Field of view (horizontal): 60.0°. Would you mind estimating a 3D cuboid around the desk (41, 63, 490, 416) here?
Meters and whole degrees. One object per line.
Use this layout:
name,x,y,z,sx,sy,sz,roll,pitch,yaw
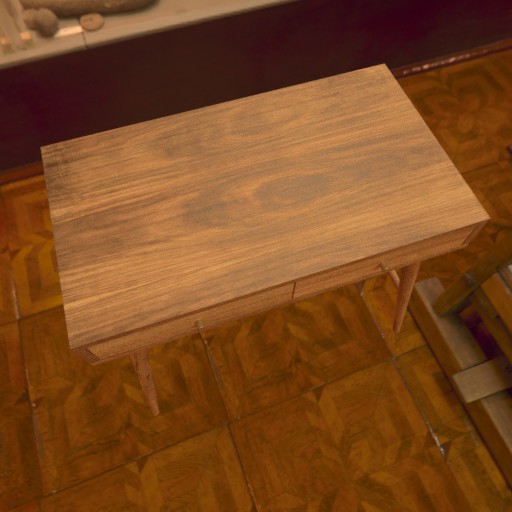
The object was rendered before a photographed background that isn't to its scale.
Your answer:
desk,0.000,0.000,1.391,0.949,0.758,0.588,-17,64,-8
